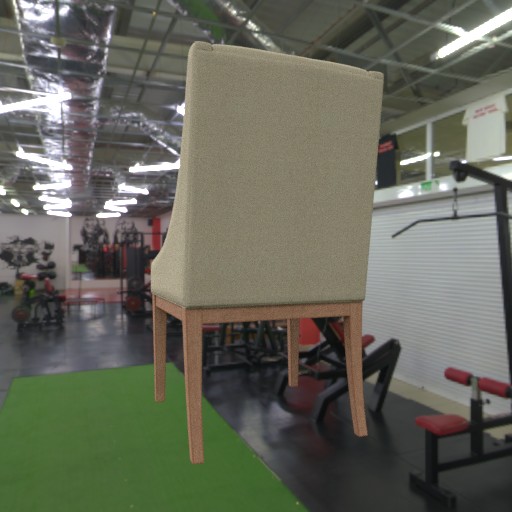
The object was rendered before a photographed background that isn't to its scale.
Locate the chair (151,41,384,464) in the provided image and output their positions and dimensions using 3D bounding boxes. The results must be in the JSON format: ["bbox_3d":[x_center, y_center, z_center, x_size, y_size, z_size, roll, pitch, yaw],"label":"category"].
[{"bbox_3d":[0.000,0.000,1.394,0.575,1.021,0.611,0,0,-20],"label":"chair"}]
